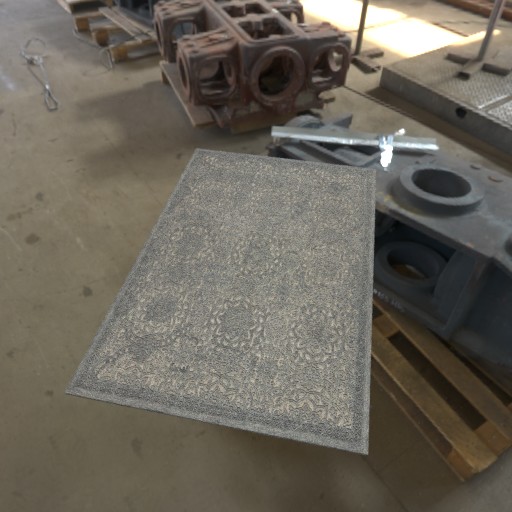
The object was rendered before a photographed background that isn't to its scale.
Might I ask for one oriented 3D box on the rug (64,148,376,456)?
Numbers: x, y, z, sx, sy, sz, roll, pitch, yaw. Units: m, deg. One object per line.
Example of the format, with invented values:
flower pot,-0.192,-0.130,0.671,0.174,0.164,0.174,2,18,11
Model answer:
rug,0.000,0.000,2.323,1.208,0.012,1.819,8,47,8
